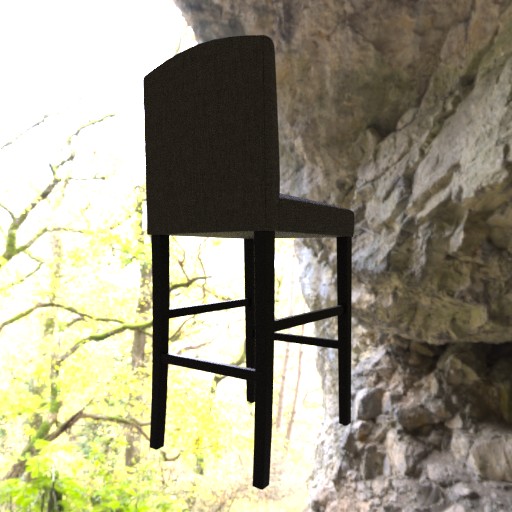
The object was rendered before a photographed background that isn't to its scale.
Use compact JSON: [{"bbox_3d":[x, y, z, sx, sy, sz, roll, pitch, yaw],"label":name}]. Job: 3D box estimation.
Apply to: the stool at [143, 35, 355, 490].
[{"bbox_3d":[0.000,0.000,1.406,0.451,1.138,0.552,0,0,36],"label":"stool"}]
